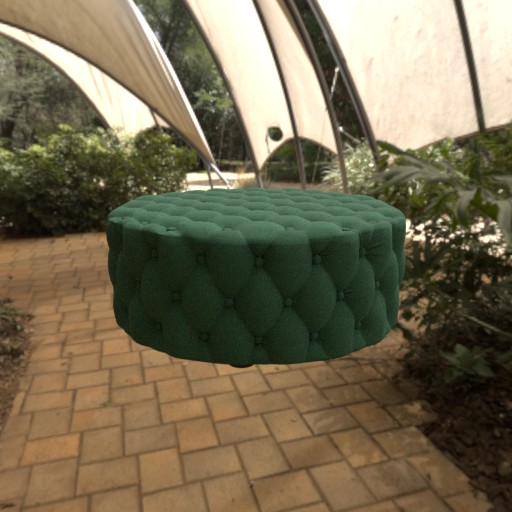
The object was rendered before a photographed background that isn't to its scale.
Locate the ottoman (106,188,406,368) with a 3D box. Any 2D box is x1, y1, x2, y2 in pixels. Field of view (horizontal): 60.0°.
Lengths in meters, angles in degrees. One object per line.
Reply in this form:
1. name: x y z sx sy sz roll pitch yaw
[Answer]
1. ottoman: 0.000 0.000 1.560 0.998 0.399 0.998 0 15 0
